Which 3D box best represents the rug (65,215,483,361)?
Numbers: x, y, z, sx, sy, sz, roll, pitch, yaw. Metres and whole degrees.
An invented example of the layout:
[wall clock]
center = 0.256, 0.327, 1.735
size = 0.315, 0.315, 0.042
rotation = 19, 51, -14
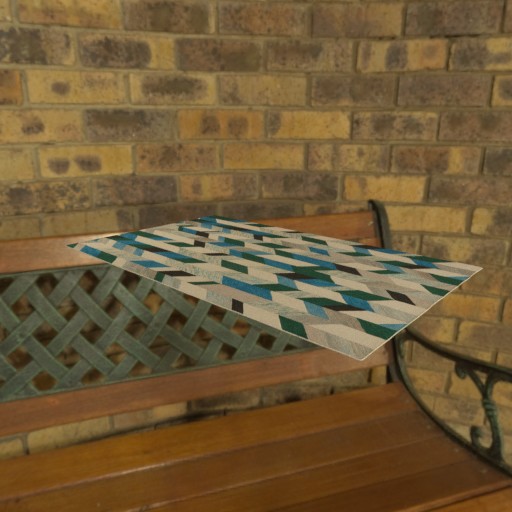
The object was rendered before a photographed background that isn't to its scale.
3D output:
[rug]
center = 0.000, 0.000, 2.988
size = 2.433, 0.007, 1.507
rotation = 15, 22, 40
